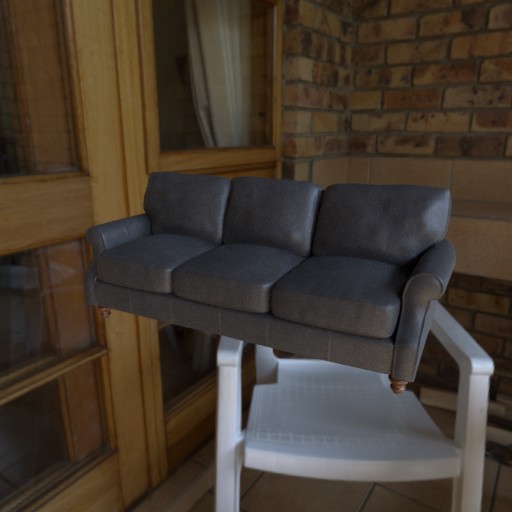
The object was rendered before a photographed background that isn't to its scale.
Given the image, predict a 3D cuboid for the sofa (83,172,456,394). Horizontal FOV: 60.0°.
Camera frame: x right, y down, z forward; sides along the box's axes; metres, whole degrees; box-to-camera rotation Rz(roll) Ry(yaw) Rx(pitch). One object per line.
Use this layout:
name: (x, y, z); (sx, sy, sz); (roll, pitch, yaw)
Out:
sofa: (0.000, 0.000, 2.930); (2.387, 0.977, 0.974); (8, 18, 26)
